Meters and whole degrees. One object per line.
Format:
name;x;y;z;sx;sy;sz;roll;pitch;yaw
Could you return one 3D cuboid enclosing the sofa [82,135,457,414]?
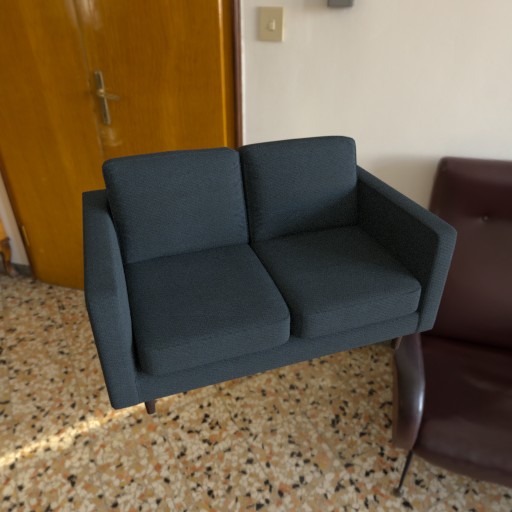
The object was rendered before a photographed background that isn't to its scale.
sofa;0.000;0.000;2.167;1.518;0.930;0.999;-10;33;-16
